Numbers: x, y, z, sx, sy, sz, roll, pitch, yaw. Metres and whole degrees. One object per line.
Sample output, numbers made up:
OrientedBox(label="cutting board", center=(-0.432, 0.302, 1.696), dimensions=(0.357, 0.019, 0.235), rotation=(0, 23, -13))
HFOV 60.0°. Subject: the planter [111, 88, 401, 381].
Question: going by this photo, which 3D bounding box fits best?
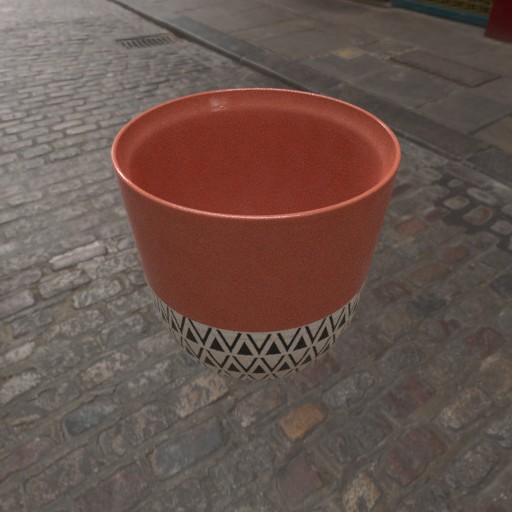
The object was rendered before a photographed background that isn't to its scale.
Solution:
OrientedBox(label="planter", center=(0.000, 0.000, 0.374), dimensions=(0.195, 0.214, 0.195), rotation=(0, 40, 0))
